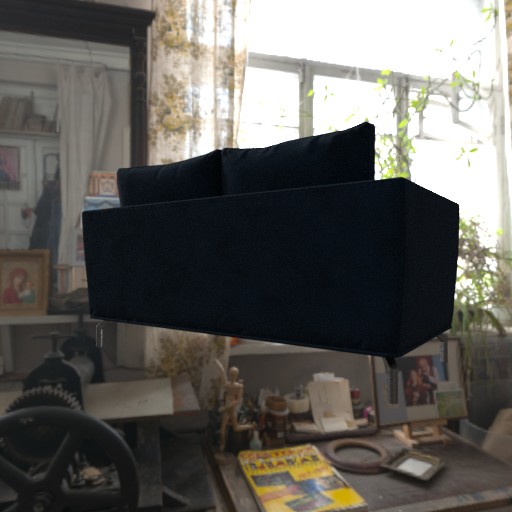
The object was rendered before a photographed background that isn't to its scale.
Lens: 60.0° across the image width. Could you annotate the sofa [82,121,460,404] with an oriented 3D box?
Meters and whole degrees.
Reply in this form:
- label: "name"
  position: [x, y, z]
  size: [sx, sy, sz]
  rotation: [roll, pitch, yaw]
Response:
- label: "sofa"
  position: [0.000, 0.000, 2.259]
  size: [1.770, 1.002, 0.853]
  rotation: [0, 0, 36]
